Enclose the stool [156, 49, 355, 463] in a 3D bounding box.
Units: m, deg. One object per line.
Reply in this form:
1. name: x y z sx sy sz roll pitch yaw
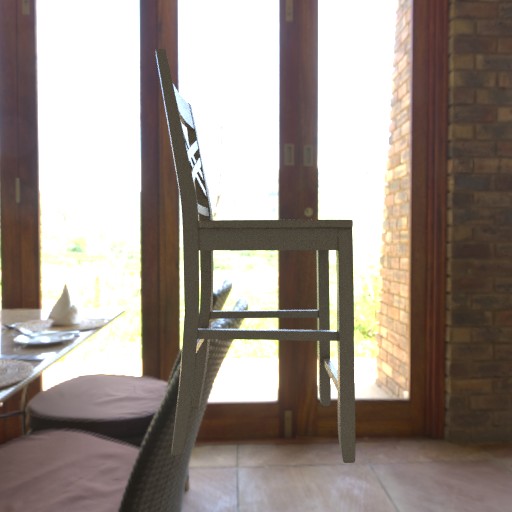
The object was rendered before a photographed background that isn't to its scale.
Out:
1. stool: 0.000 0.000 1.376 0.539 1.079 0.462 0 1 0
